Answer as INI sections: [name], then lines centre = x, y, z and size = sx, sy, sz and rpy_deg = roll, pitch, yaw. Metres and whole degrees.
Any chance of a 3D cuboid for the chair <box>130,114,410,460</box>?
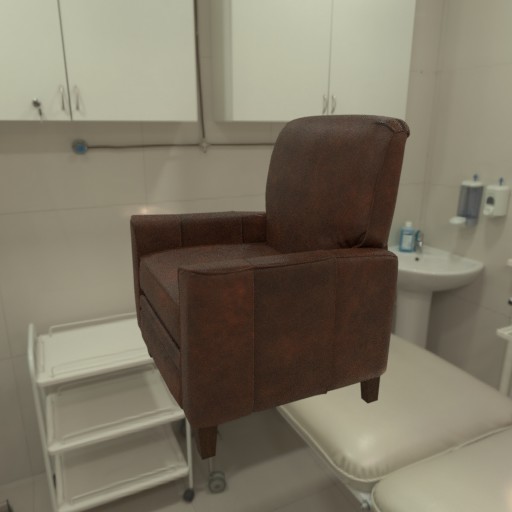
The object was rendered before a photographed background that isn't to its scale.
[chair]
centre = 0.000, 0.000, 1.710
size = 0.836, 1.043, 0.843
rpy_deg = -8, 18, -25
